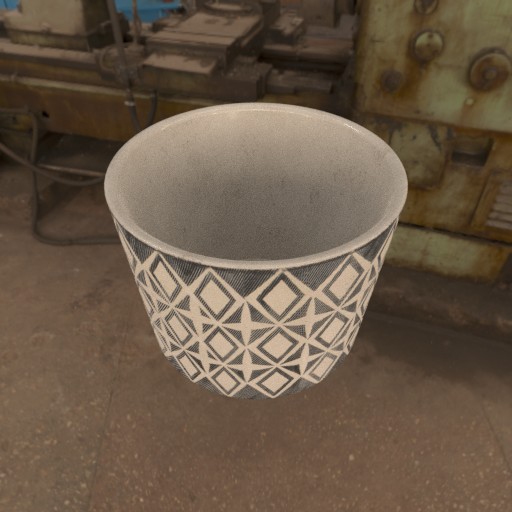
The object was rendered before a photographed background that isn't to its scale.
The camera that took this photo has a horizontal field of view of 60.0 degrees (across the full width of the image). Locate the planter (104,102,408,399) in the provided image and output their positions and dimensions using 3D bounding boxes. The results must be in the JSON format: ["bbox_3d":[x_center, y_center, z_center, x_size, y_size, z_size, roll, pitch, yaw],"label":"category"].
[{"bbox_3d":[0.000,0.000,0.465,0.260,0.220,0.260,0,43,0],"label":"planter"}]
